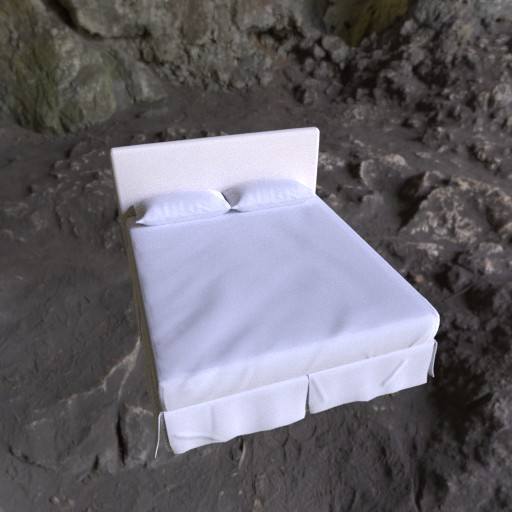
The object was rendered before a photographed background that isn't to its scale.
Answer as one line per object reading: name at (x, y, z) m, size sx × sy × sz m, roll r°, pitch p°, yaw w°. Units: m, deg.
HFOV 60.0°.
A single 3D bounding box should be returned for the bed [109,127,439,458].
bed at (0.000, 0.000, 3.656) m, size 2.119 × 1.317 × 2.341 m, roll -10°, pitch 34°, yaw -15°
